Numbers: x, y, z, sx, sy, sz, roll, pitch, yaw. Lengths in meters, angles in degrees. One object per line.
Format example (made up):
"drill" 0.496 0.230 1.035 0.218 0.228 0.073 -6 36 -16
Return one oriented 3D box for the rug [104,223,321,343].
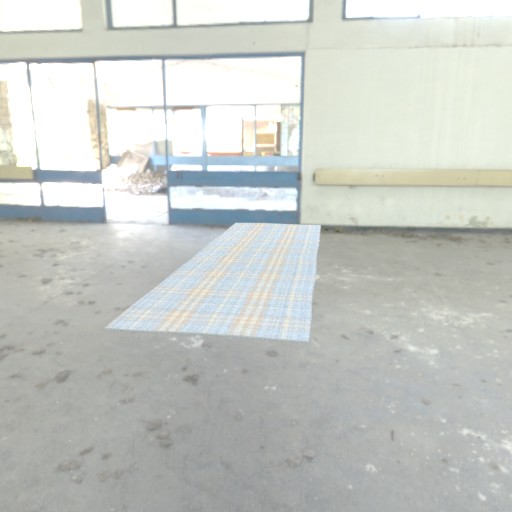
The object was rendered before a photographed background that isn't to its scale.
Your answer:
"rug" 0.000 0.000 2.762 0.762 0.013 2.439 2 14 9
